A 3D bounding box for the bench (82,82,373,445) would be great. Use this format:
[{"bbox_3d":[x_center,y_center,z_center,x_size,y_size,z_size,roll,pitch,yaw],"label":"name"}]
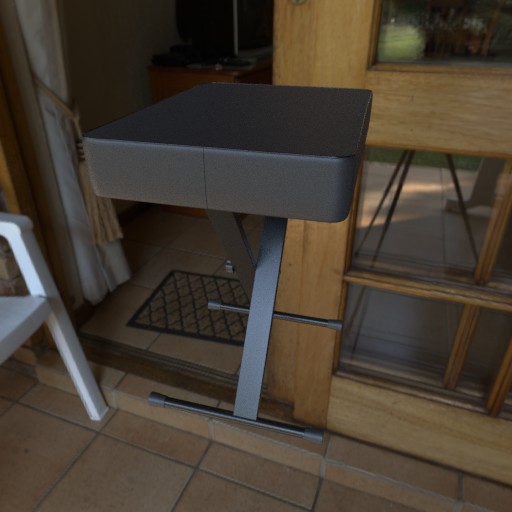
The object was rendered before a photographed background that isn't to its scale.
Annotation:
[{"bbox_3d":[0.000,0.000,0.773,0.321,0.500,0.424,8,31,13],"label":"bench"}]
